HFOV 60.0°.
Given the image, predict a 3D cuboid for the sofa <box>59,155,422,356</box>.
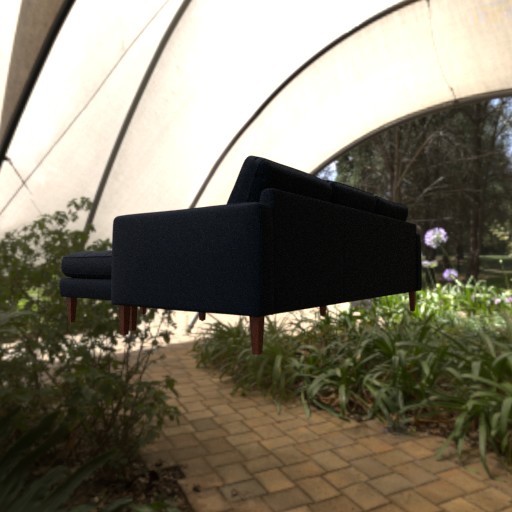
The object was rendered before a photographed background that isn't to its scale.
[{"bbox_3d":[0.000,0.000,3.035,1.613,0.841,2.185,-1,-1,36],"label":"sofa"}]
